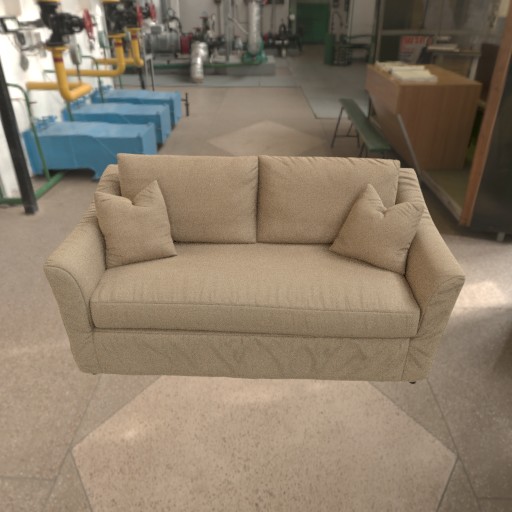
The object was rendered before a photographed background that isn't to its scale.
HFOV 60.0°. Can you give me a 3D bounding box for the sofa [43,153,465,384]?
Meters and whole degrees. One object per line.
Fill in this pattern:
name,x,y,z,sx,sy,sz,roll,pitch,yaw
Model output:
sofa,0.000,0.000,2.608,2.010,1.018,1.072,1,30,2
